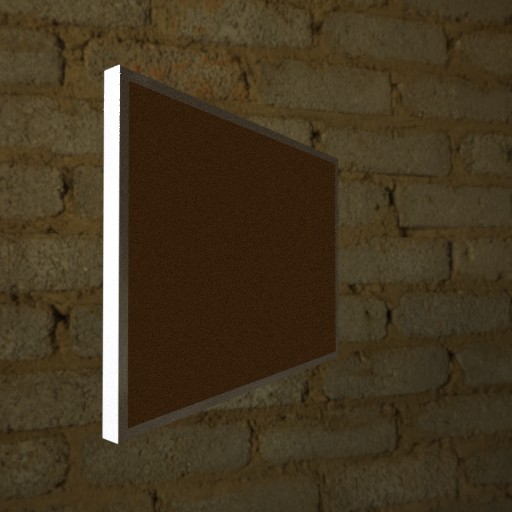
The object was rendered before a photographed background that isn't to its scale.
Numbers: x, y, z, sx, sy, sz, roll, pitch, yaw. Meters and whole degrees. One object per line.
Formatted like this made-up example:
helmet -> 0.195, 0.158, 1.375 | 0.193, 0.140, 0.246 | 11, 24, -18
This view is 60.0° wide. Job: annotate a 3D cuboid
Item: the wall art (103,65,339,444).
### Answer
wall art -> 0.000, 0.000, 1.356 | 0.053, 0.787, 1.041 | -1, -1, 36
